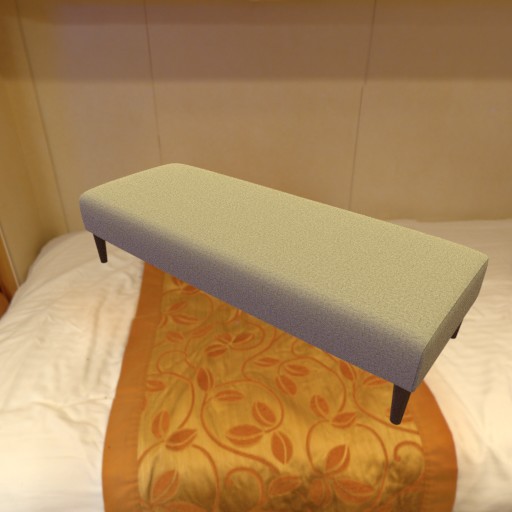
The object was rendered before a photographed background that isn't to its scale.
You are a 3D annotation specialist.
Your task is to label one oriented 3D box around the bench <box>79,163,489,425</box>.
[{"bbox_3d":[0.000,0.000,1.828,1.598,0.383,0.631,22,36,33],"label":"bench"}]
